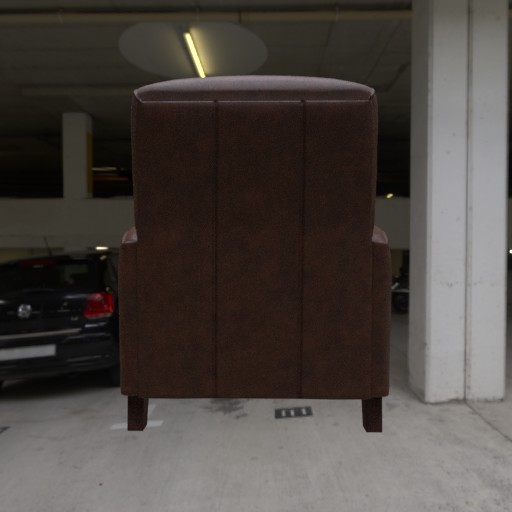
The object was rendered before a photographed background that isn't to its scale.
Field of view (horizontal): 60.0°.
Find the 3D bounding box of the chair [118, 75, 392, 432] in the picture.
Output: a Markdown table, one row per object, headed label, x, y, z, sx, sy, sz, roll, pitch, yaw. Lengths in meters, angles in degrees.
| label | x | y | z | sx | sy | sz | roll | pitch | yaw |
| --- | --- | --- | --- | --- | --- | --- | --- | --- | --- |
| chair | 0.000 | 0.000 | 1.609 | 0.839 | 1.010 | 0.850 | 0 | 1 | 1 |
